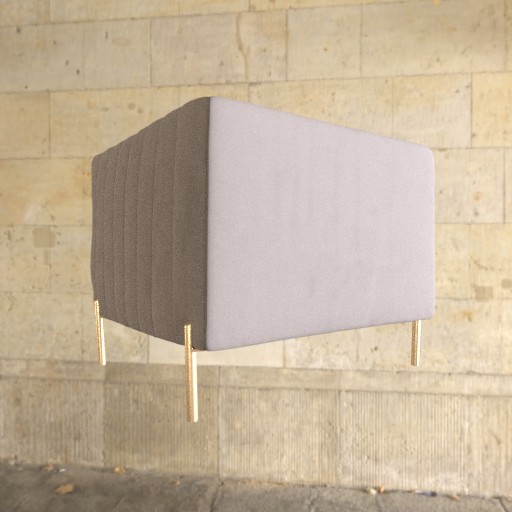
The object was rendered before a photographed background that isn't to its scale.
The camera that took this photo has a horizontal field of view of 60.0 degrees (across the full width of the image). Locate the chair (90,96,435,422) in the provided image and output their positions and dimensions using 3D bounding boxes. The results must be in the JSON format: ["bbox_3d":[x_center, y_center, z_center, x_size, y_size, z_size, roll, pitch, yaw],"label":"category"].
[{"bbox_3d":[0.000,0.000,1.601,0.981,0.779,0.873,0,0,-36],"label":"chair"}]
